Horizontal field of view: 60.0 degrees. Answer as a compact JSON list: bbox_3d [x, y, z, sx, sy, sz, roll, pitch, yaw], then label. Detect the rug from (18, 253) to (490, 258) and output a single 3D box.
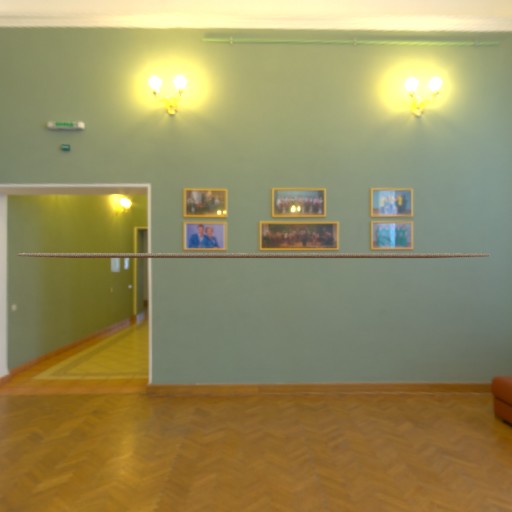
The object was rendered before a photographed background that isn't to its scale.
[{"bbox_3d":[0.000,0.000,2.465,2.276,0.014,0.678,0,-1,-2],"label":"rug"}]
